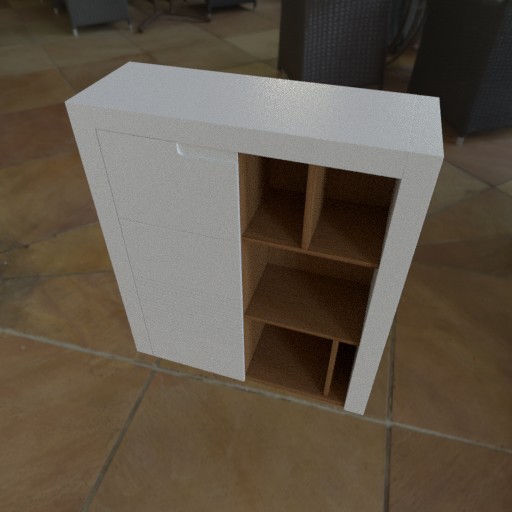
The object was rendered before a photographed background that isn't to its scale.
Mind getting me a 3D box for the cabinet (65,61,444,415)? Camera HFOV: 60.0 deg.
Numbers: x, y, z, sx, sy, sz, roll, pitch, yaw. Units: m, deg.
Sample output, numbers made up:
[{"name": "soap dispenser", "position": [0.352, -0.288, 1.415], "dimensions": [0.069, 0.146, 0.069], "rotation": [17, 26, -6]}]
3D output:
[{"name": "cabinet", "position": [0.000, 0.000, 1.604], "dimensions": [0.990, 1.150, 0.348], "rotation": [12, 43, 13]}]
